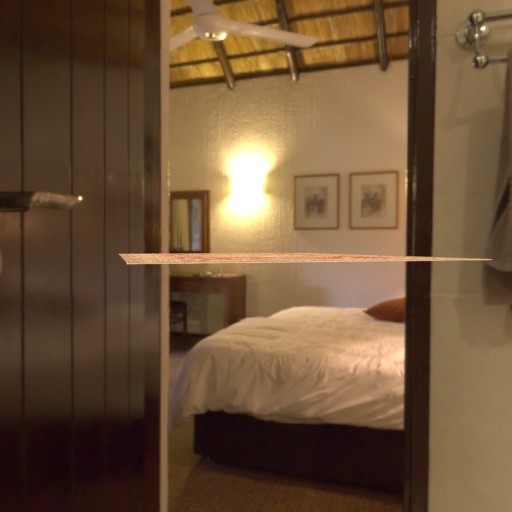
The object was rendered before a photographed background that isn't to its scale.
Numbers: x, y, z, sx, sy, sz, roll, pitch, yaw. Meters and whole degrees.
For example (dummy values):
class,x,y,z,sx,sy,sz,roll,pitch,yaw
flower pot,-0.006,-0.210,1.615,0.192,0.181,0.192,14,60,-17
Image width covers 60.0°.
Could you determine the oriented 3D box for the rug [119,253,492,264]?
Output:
class,x,y,z,sx,sy,sz,roll,pitch,yaw
rug,0.000,0.000,4.195,2.451,0.008,3.143,0,1,-18
